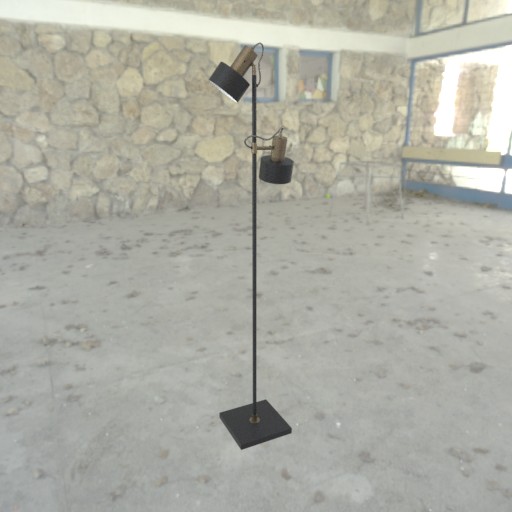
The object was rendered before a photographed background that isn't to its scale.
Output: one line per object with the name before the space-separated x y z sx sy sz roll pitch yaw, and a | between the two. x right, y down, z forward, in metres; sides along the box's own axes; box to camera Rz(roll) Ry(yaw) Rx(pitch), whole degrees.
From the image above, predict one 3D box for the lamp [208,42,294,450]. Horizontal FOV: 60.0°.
lamp | 0.000 0.000 1.703 0.315 1.505 0.233 -8 17 -25
